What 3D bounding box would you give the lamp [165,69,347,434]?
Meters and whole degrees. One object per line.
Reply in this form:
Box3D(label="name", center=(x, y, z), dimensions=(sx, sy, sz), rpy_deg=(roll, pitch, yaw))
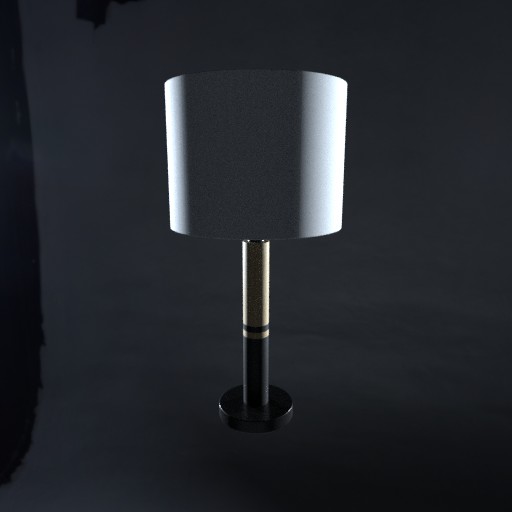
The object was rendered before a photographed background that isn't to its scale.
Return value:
Box3D(label="lamp", center=(0.000, 0.000, 0.818), dimensions=(0.305, 0.640, 0.305), rpy_deg=(2, 12, 9))
